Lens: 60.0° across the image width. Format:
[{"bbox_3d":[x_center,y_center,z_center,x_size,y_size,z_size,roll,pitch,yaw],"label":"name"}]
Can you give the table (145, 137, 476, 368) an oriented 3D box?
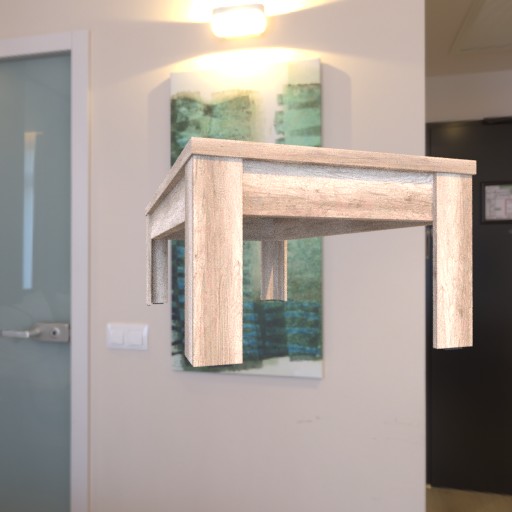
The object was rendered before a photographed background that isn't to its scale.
[{"bbox_3d":[0.000,0.000,1.619,0.700,0.460,1.350,0,0,-18],"label":"table"}]
